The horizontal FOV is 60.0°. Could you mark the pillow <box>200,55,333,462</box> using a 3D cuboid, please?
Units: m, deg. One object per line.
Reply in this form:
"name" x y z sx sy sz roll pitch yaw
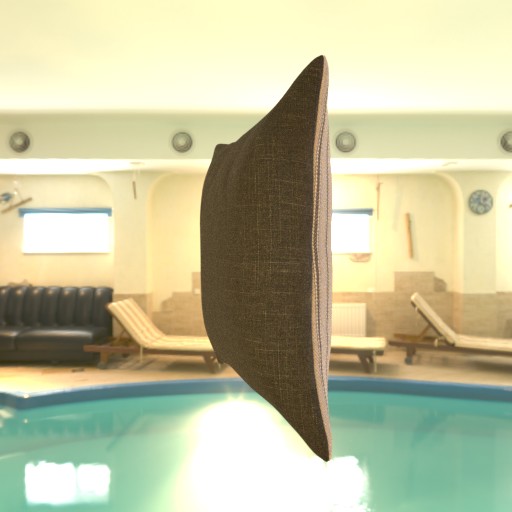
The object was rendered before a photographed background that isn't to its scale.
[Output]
"pillow" 0.000 0.000 0.688 0.138 0.444 0.468 0 1 -19
